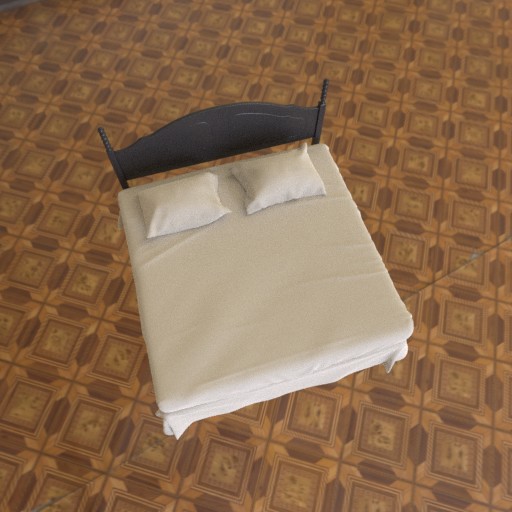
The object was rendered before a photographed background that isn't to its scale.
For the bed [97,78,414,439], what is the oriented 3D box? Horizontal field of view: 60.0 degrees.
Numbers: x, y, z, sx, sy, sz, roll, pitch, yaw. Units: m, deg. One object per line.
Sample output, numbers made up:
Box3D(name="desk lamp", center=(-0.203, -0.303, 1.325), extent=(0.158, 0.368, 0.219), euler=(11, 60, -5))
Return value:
Box3D(name="bed", center=(0.000, 0.000, 3.657), extent=(2.322, 1.355, 2.219), euler=(-15, 64, -8))
